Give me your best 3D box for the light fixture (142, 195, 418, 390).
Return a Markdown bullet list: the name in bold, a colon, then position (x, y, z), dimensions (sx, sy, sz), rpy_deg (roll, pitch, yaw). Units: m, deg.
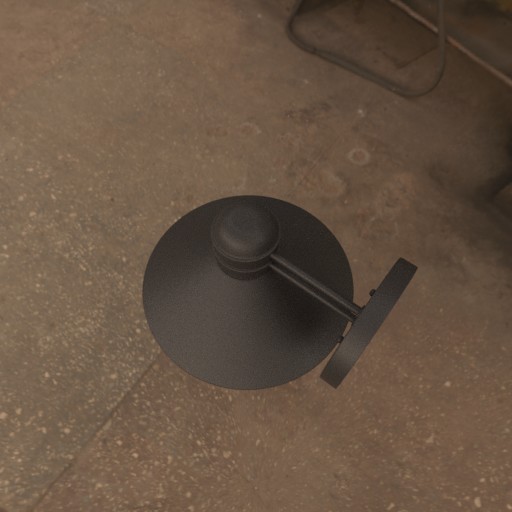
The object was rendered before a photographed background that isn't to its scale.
- **light fixture**: position (0.000, 0.000, 0.719), dimensions (0.434, 0.265, 0.396), rpy_deg (34, 67, 16)
